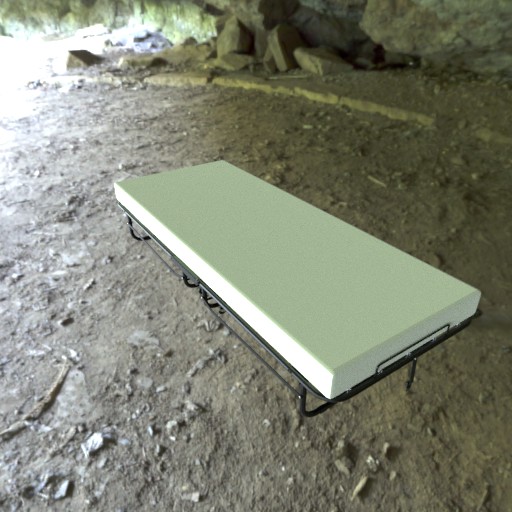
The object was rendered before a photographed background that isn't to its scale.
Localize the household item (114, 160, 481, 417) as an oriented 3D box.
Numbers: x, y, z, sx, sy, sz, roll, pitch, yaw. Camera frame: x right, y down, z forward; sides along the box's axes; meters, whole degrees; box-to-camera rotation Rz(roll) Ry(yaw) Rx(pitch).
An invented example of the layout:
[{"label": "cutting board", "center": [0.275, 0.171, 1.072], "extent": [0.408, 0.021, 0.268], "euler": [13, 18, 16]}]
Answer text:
[{"label": "household item", "center": [0.000, 0.000, 2.189], "extent": [0.787, 0.356, 1.905], "euler": [-19, 35, -29]}]
